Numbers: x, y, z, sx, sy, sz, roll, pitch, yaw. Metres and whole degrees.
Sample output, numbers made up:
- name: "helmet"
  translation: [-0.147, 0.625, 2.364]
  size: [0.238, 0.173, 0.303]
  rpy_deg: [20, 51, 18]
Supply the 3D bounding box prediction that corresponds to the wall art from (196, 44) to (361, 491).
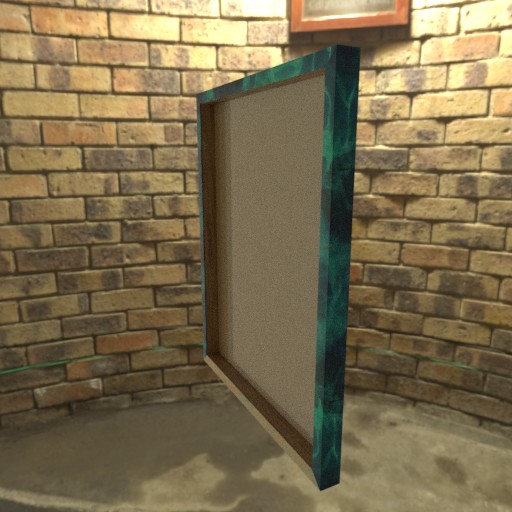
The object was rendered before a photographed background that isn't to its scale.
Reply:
- name: "wall art"
  translation: [0.000, 0.000, 0.839]
  size: [0.038, 0.635, 0.508]
  rpy_deg: [-6, 14, -26]
